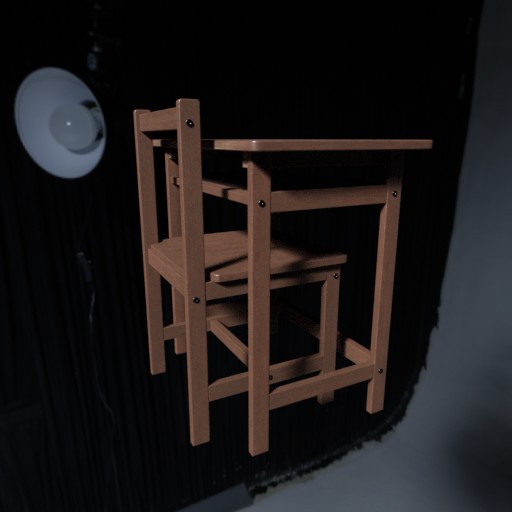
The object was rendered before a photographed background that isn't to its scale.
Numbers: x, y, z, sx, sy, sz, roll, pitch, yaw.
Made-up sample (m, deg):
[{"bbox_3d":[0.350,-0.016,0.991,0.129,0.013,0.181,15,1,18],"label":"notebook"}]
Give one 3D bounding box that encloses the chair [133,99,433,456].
[{"bbox_3d":[0.000,0.000,1.066,0.463,0.673,0.599,-8,17,-27],"label":"chair"}]
